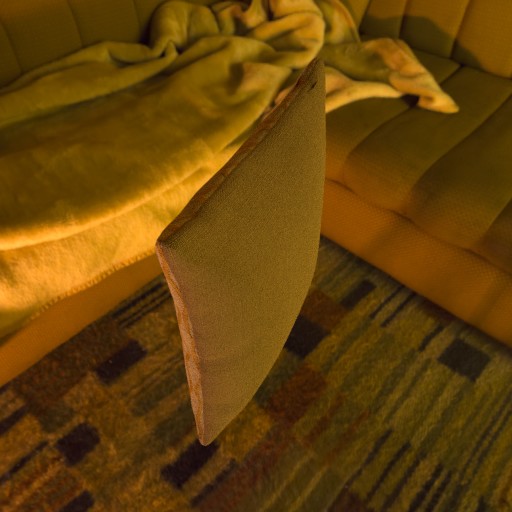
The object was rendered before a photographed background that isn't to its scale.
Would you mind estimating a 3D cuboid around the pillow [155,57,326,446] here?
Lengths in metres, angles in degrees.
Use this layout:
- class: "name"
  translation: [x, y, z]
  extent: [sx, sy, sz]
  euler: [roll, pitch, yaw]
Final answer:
- class: "pillow"
  translation: [0.000, 0.000, 0.662]
  extent: [0.159, 0.436, 0.429]
  euler: [17, 49, 15]
